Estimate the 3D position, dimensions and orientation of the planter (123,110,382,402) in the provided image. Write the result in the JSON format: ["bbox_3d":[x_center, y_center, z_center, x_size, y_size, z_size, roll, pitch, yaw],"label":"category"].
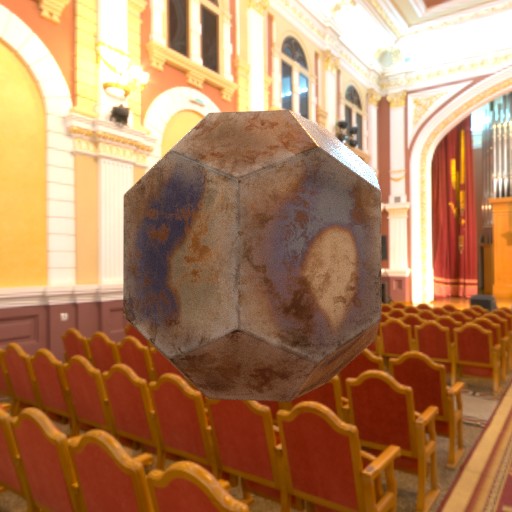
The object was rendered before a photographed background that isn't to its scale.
[{"bbox_3d":[0.000,0.000,0.421,0.243,0.238,0.221,0,-1,36],"label":"planter"}]
